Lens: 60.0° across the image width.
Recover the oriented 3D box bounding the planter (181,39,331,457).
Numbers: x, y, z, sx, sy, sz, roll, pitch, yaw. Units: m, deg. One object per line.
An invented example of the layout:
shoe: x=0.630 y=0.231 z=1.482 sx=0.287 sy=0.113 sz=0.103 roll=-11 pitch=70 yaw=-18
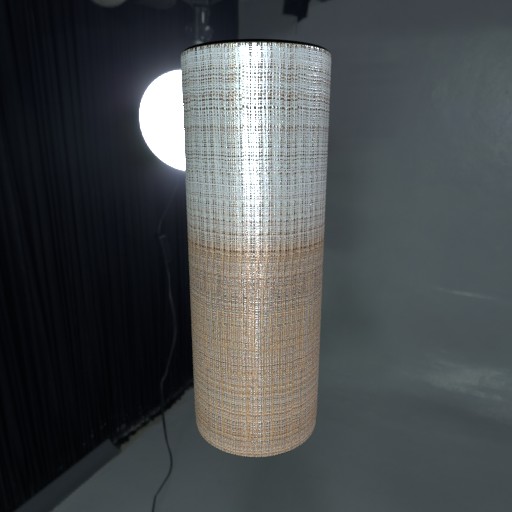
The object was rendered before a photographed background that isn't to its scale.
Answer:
planter: x=0.000 y=0.000 z=0.330 sx=0.099 sy=0.278 sz=0.099 roll=7 pitch=17 yaw=24
